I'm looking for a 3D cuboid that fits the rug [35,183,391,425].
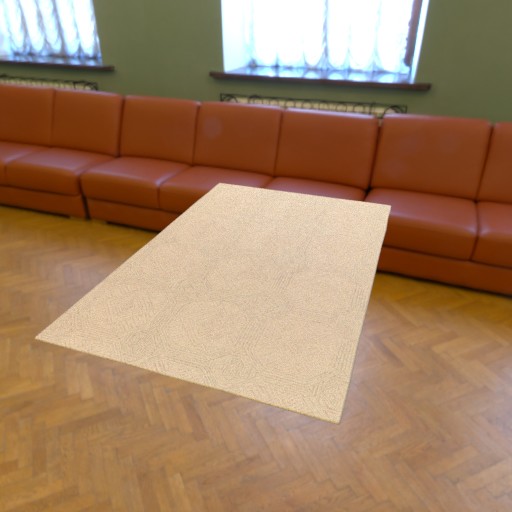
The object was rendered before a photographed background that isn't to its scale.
[{"bbox_3d":[0.000,0.000,2.341,1.236,0.009,1.839,10,32,17],"label":"rug"}]
